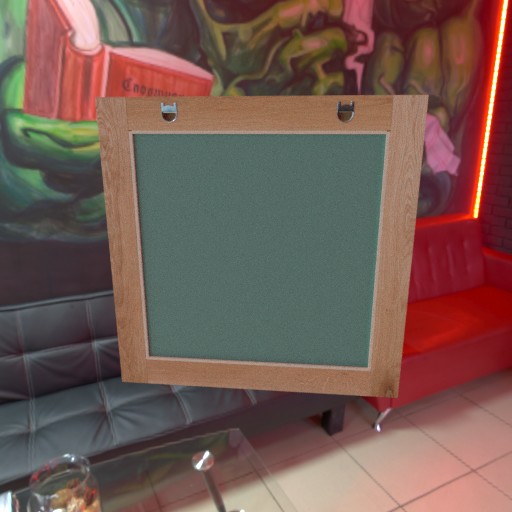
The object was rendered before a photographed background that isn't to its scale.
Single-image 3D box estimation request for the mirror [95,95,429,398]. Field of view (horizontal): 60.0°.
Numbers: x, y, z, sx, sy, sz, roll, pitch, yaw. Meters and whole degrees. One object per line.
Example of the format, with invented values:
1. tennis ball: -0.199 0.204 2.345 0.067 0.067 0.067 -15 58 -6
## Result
1. mirror: 0.000 0.000 1.178 0.800 0.800 0.020 2 16 6
